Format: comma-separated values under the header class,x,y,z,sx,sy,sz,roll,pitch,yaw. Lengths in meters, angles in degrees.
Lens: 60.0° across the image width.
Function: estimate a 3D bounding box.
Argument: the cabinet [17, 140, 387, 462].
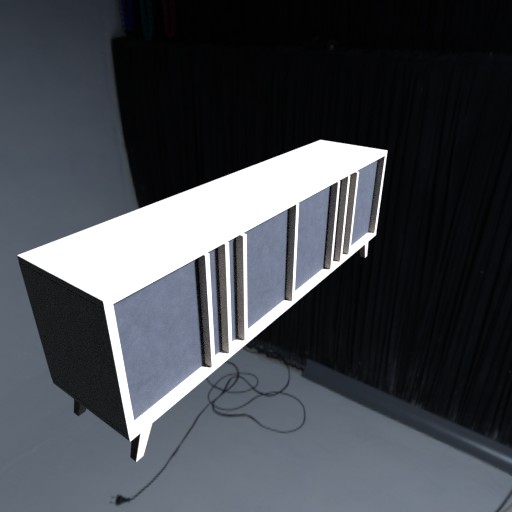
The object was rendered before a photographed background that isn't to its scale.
class,x,y,z,sx,sy,sz,roll,pitch,yaw
cabinet,0.000,0.000,2.412,0.499,0.779,2.198,19,33,32
